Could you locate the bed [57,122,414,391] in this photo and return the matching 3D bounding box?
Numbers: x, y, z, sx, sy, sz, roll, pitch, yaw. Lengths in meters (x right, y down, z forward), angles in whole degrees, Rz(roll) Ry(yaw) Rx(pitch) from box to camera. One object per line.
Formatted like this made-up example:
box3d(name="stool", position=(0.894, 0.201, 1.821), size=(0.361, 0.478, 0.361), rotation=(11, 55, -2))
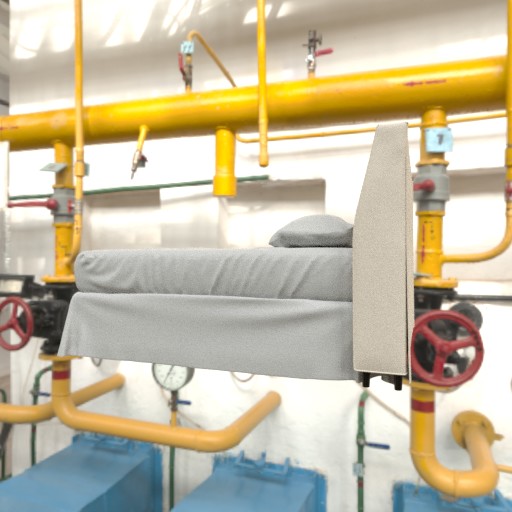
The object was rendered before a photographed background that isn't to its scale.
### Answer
box3d(name="bed", position=(0.000, 0.000, 3.398), size=(2.276, 1.332, 1.925), rotation=(0, 0, 20))
